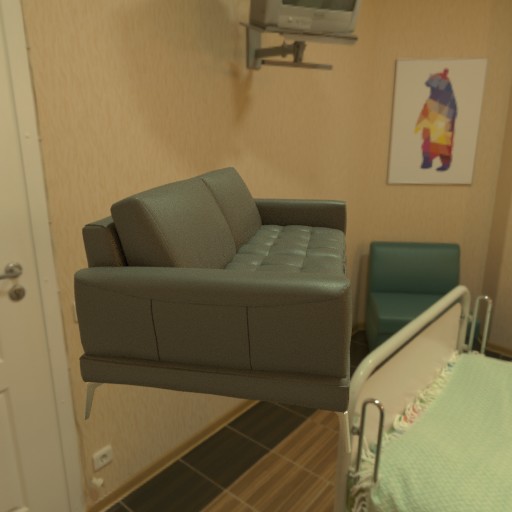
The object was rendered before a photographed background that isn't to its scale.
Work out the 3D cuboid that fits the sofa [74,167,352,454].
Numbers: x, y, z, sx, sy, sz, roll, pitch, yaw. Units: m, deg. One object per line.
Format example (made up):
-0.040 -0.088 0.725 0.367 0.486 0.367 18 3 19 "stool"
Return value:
0.000 0.000 2.643 1.121 0.930 2.177 3 16 10 "sofa"
